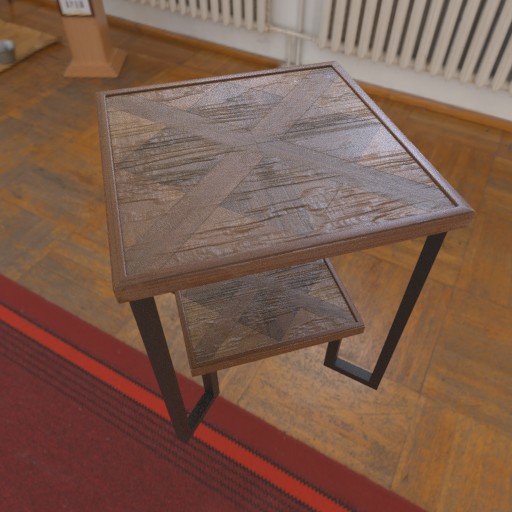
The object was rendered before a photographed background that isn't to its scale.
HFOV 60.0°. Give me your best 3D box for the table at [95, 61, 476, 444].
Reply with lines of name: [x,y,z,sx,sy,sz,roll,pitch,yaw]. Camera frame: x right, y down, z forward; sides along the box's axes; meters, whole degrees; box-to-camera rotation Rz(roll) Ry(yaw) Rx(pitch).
table: [0.000,0.000,0.948,0.503,0.563,0.503,-12,49,-11]
